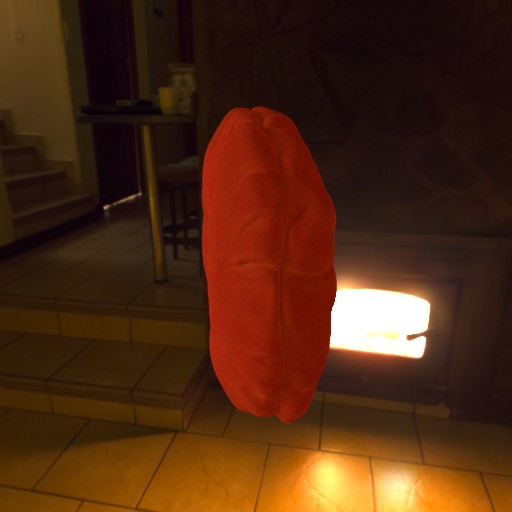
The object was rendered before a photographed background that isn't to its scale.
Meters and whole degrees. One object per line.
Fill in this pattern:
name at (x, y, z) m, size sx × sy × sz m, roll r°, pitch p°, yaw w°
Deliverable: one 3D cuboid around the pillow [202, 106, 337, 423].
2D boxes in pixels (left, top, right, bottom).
pillow at (0.000, 0.000, 0.637) m, size 0.148 × 0.407 × 0.428 m, roll -3°, pitch 18°, yaw -8°
